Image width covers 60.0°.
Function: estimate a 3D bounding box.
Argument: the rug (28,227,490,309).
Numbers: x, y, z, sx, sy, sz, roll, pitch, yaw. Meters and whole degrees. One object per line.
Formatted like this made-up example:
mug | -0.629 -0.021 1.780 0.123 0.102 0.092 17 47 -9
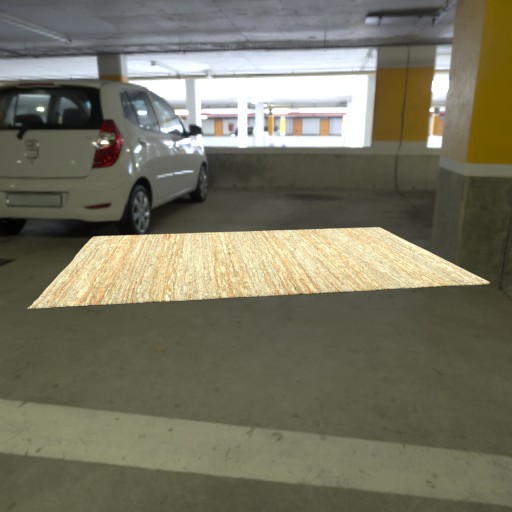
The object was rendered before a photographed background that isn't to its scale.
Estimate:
rug | 0.000 0.000 3.024 2.446 0.009 1.529 -2 16 -8
